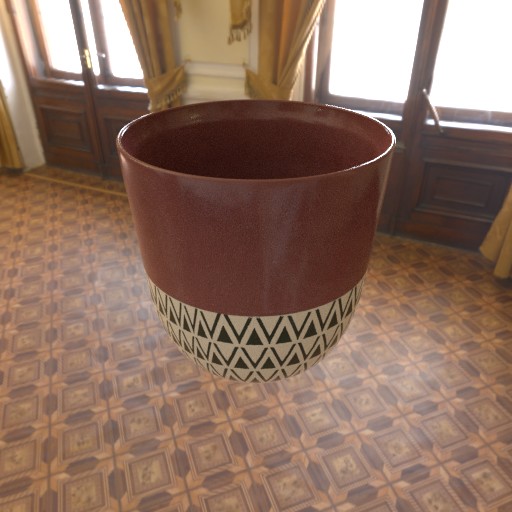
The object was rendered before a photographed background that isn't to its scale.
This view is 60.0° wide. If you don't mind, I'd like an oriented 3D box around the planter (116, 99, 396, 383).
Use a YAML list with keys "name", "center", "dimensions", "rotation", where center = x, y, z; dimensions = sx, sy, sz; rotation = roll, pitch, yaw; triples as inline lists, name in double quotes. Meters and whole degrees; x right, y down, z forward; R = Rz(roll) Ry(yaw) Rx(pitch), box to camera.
- name: "planter"
  center: [0.000, 0.000, 0.375]
  dimensions: [0.195, 0.214, 0.195]
  rotation: [0, 32, 0]
